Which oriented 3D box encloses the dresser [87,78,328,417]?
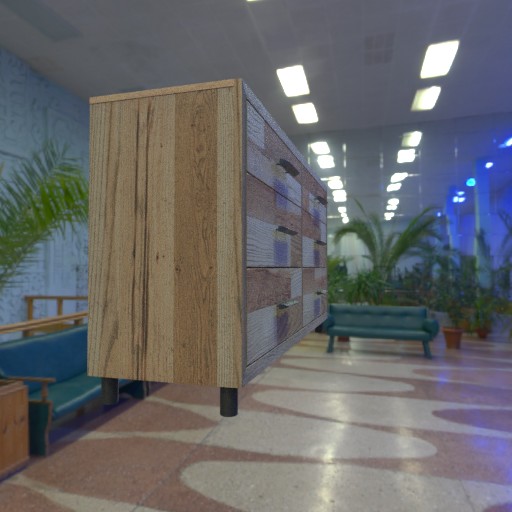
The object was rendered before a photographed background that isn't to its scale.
[{"bbox_3d":[0.000,0.000,1.874,0.487,0.834,1.547,0,-2,17],"label":"dresser"}]
